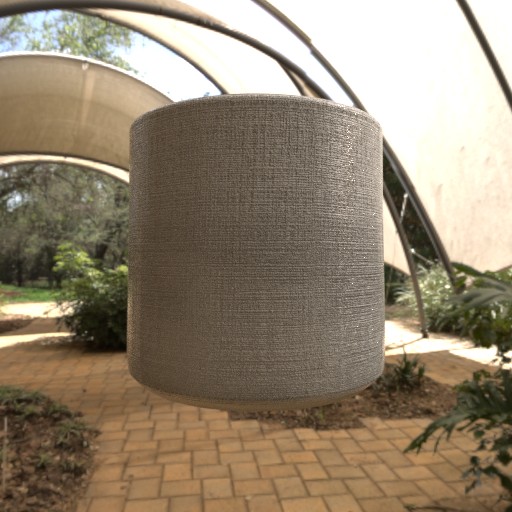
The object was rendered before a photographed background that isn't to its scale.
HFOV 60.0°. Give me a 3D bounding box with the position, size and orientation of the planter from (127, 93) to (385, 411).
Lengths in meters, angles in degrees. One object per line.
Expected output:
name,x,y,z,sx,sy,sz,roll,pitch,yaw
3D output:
planter,0.000,0.000,0.286,0.160,0.156,0.160,0,0,0
